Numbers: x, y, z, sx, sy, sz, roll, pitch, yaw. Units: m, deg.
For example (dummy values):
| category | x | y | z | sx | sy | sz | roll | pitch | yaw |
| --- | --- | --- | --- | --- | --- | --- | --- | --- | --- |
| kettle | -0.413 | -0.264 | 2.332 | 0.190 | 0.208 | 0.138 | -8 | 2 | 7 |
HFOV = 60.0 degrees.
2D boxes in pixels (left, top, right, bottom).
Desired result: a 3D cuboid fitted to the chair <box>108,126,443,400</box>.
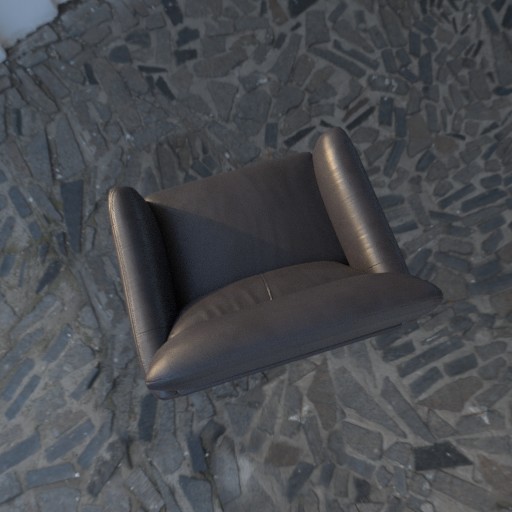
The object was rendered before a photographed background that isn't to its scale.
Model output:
| category | x | y | z | sx | sy | sz | roll | pitch | yaw |
| --- | --- | --- | --- | --- | --- | --- | --- | --- | --- |
| chair | 0.000 | 0.000 | 1.649 | 0.976 | 0.949 | 0.809 | -16 | 76 | -4 |
